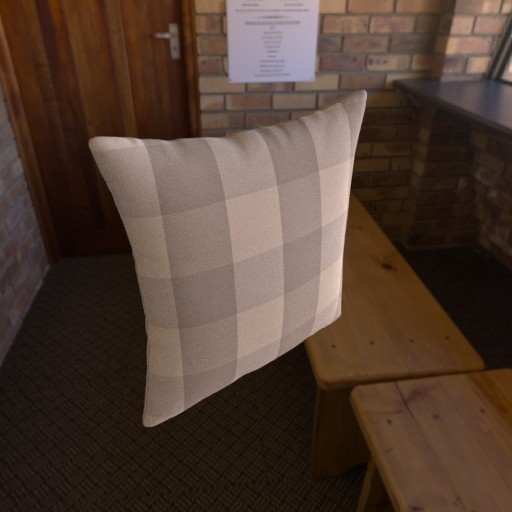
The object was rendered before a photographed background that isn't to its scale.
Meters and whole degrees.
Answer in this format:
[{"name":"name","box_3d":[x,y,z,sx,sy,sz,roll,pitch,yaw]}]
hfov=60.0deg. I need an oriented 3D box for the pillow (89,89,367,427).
[{"name":"pillow","box_3d":[0.000,0.000,0.789,0.511,0.509,0.161,-23,37,-33]}]
